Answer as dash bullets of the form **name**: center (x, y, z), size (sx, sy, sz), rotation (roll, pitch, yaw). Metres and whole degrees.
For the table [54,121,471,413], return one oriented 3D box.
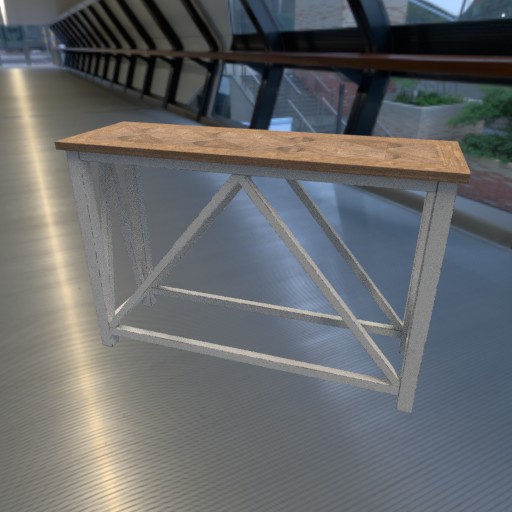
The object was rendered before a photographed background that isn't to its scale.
- **table**: center (0.000, 0.000, 1.820), size (1.400, 0.930, 0.450), rotation (8, 27, 16)
